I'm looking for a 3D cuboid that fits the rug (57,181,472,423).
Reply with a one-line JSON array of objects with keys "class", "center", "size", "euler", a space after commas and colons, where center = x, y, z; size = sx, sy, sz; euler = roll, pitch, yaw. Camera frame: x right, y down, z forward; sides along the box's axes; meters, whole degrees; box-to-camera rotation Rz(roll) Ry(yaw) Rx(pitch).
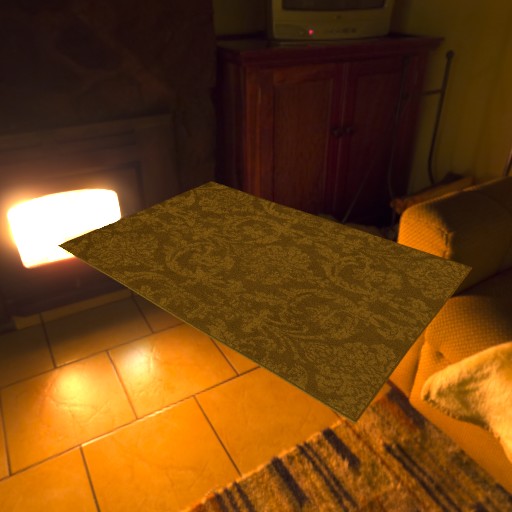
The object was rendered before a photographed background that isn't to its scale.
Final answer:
[{"class": "rug", "center": [0.000, 0.000, 2.325], "size": [1.824, 0.012, 1.206], "euler": [23, 38, 33]}]
